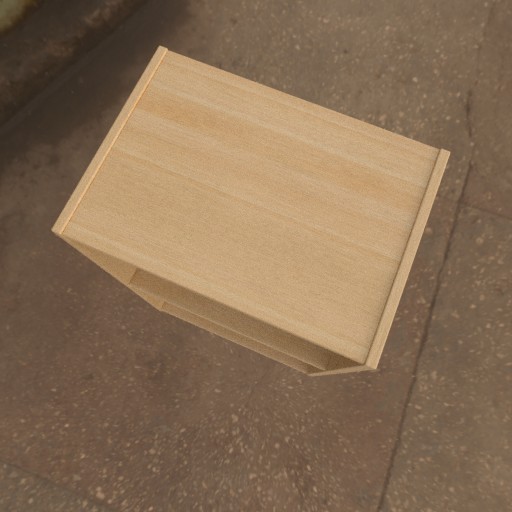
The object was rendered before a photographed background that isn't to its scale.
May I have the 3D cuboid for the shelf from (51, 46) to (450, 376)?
[{"bbox_3d":[0.000,0.000,0.829,0.414,0.592,0.290,22,75,6],"label":"shelf"}]
